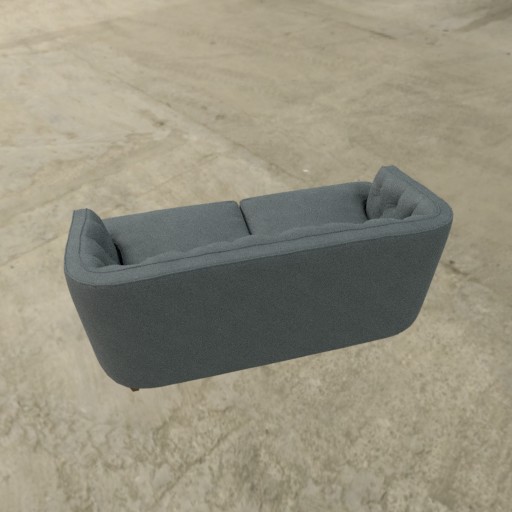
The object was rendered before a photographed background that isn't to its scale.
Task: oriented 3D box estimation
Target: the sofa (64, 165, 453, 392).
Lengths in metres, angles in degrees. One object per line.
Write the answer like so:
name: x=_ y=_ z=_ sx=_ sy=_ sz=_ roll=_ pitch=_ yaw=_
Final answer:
sofa: x=0.000 y=0.000 z=2.309 sx=1.733 sy=0.855 sz=0.941 roll=-10 pitch=43 yaw=-10
